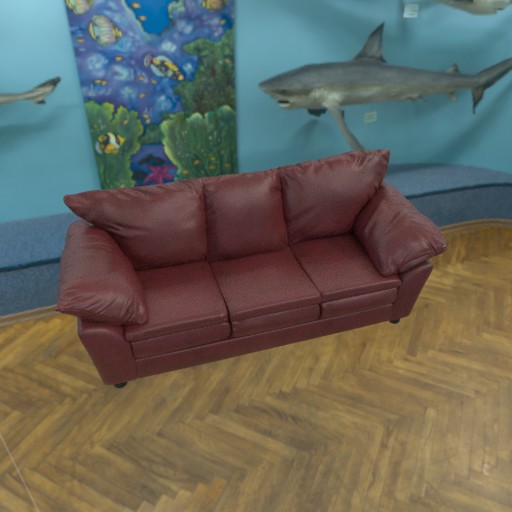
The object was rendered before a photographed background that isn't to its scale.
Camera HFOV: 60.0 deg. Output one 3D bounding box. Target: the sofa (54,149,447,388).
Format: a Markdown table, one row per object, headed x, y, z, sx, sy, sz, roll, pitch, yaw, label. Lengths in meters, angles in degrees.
| x | y | z | sx | sy | sz | roll | pitch | yaw | label |
| --- | --- | --- | --- | --- | --- | --- | --- | --- | --- |
| 0.000 | 0.000 | 2.954 | 2.390 | 1.091 | 0.907 | -10 | 34 | -15 | sofa |
